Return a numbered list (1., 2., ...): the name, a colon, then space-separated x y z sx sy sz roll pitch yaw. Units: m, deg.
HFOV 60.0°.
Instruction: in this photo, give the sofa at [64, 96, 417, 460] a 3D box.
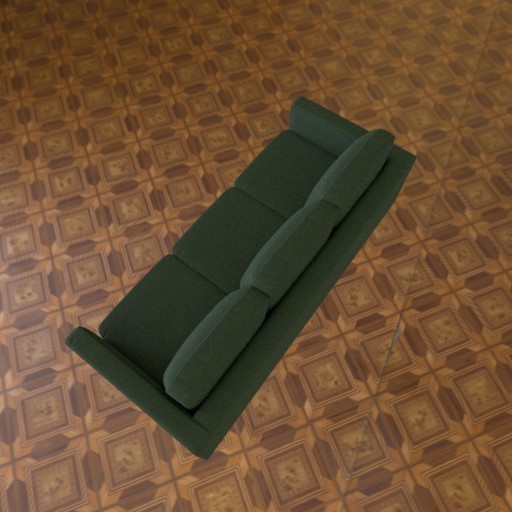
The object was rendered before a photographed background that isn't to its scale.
1. sofa: 0.000 0.000 2.579 0.879 0.899 2.029 34 68 16
